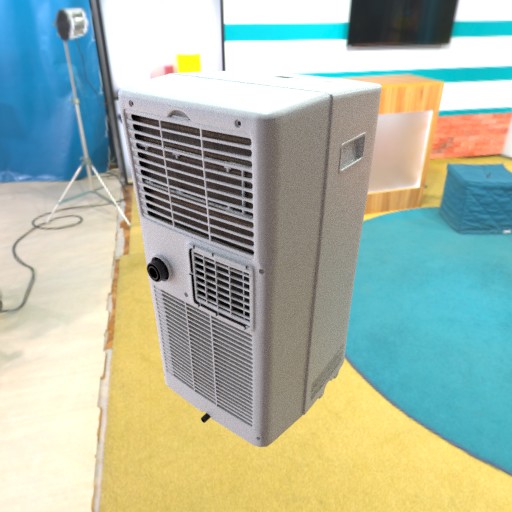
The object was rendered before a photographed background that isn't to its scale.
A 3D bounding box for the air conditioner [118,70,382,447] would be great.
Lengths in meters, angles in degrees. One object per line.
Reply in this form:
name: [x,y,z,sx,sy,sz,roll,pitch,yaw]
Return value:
air conditioner: [0.000,0.000,0.808,0.304,0.606,0.349,21,36,33]
